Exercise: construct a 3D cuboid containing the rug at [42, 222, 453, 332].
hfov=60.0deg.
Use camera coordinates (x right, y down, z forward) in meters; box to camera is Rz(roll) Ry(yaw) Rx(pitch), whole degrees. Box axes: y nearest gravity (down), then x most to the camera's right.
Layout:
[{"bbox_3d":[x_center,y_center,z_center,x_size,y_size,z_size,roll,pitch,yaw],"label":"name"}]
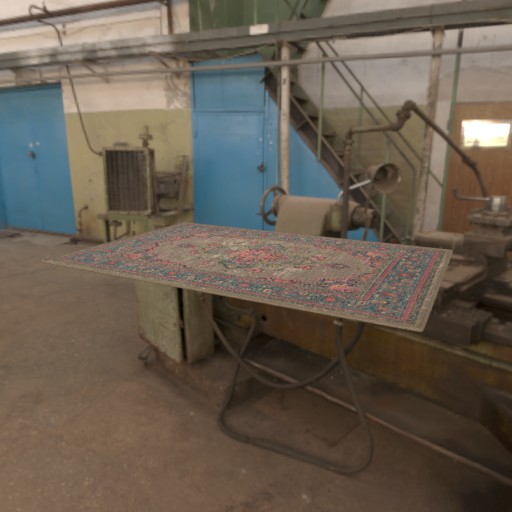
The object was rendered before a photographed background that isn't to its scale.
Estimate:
[{"bbox_3d":[0.000,0.000,2.235,1.748,0.014,1.144,8,17,27],"label":"rug"}]
